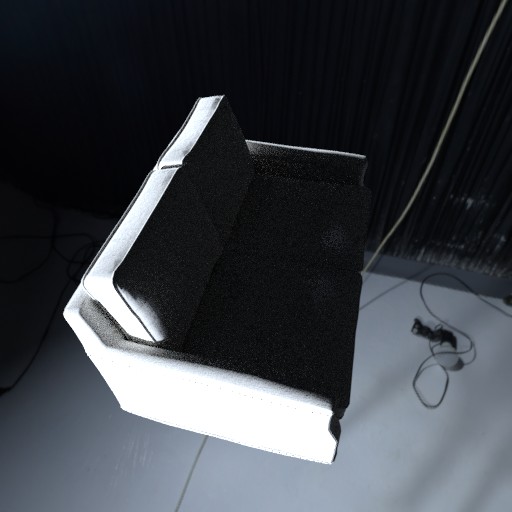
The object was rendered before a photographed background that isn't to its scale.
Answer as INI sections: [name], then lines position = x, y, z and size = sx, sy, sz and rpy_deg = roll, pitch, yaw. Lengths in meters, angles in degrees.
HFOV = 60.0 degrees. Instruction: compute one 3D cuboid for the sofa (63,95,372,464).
[sofa]
position = 0.000, 0.000, 2.239
size = 1.084, 1.003, 1.597
rpy_deg = 10, 48, 9
